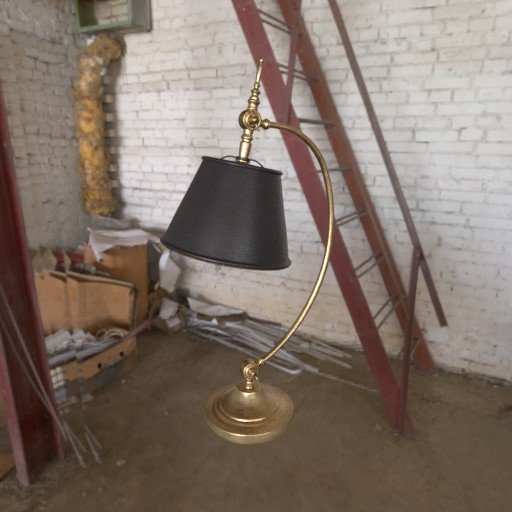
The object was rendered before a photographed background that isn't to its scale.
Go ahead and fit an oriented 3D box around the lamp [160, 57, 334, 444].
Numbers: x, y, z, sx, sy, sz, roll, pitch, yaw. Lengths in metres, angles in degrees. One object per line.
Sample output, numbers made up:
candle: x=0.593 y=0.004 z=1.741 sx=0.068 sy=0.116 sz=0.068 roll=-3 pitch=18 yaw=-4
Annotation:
lamp: x=0.000 y=0.000 z=0.815 sx=0.344 sy=0.675 sz=0.235 roll=-7 pitch=18 yaw=-24
